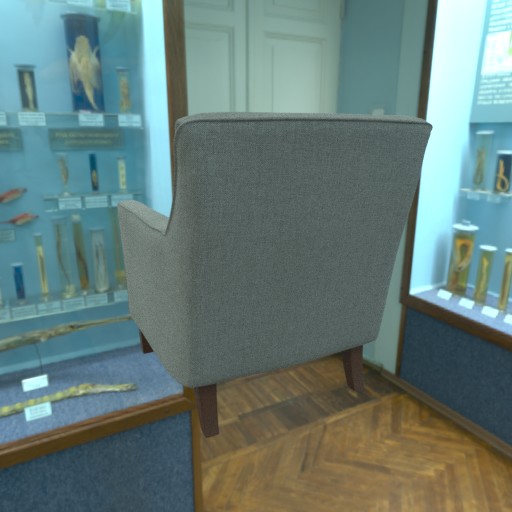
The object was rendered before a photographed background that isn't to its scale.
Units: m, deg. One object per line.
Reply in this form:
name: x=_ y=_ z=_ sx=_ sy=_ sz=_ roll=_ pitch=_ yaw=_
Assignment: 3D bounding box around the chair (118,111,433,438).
chair: x=0.000 y=0.000 z=1.759 sx=0.887 sy=1.047 sz=0.993 roll=-8 pitch=17 yaw=-25
